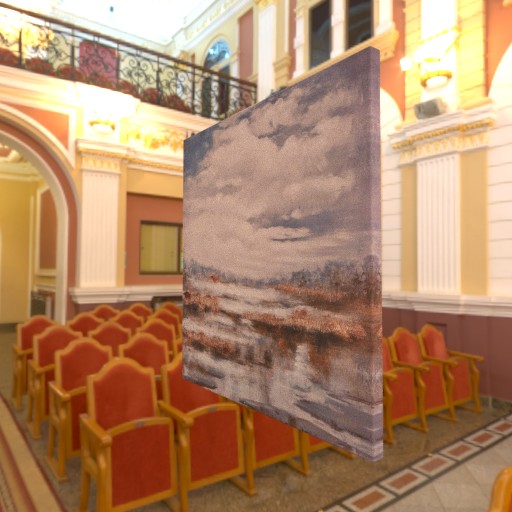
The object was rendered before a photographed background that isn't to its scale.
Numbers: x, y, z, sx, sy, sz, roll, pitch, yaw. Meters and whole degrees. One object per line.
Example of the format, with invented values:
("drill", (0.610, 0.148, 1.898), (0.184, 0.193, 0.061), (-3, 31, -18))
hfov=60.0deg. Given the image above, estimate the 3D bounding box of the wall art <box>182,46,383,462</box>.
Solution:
("wall art", (0.000, 0.000, 1.499), (0.040, 1.020, 1.010), (1, -2, -36))
